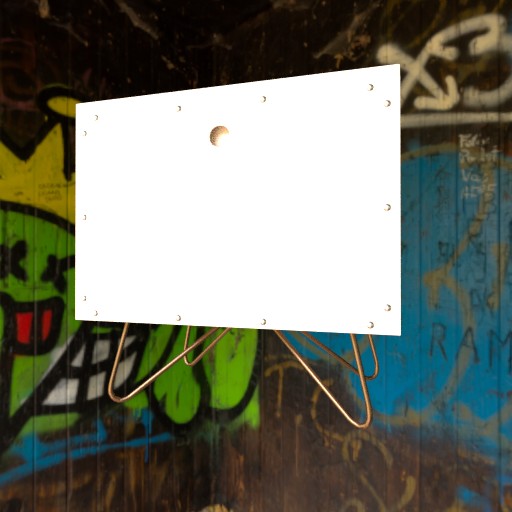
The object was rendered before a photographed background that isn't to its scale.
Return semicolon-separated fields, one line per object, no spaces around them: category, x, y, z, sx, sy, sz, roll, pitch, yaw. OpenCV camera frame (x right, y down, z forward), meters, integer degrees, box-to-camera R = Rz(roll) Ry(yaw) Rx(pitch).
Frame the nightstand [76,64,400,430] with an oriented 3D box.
nightstand;0.000;0.000;1.001;0.614;0.604;0.447;0;0;17
